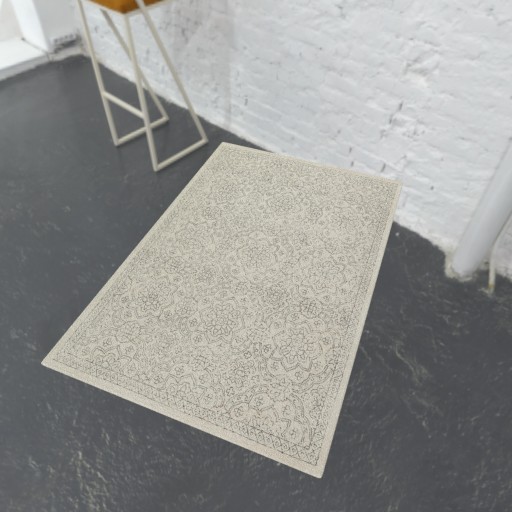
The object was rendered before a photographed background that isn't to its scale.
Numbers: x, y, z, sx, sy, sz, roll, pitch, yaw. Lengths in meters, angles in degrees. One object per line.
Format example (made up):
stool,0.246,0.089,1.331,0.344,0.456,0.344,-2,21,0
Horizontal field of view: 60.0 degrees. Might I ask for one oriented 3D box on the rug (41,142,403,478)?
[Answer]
rug,0.000,0.000,2.860,1.524,0.011,2.286,16,49,15
